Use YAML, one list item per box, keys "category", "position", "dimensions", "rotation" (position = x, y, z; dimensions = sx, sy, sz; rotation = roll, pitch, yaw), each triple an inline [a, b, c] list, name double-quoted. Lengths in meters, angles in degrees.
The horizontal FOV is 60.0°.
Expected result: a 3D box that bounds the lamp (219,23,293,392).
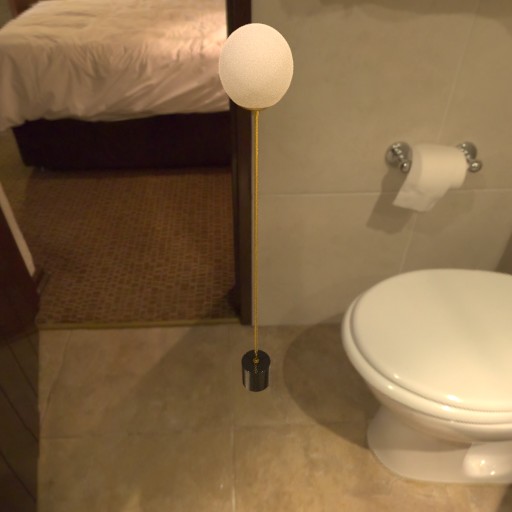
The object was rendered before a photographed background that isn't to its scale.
- category: "lamp"
  position: [0.000, 0.000, 1.845]
  dimensions: [0.229, 1.748, 0.229]
  rotation: [-28, 47, -30]
